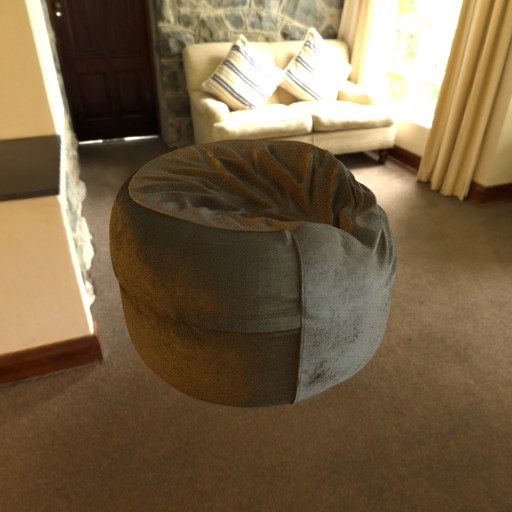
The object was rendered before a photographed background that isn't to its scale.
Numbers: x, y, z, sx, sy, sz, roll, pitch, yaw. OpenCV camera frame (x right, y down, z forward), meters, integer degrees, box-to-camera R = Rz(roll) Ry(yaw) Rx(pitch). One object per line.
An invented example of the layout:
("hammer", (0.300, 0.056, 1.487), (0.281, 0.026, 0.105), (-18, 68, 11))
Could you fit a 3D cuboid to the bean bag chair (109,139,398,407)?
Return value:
("bean bag chair", (0.000, 0.000, 1.502), (0.918, 0.605, 0.918), (0, 31, 0))
